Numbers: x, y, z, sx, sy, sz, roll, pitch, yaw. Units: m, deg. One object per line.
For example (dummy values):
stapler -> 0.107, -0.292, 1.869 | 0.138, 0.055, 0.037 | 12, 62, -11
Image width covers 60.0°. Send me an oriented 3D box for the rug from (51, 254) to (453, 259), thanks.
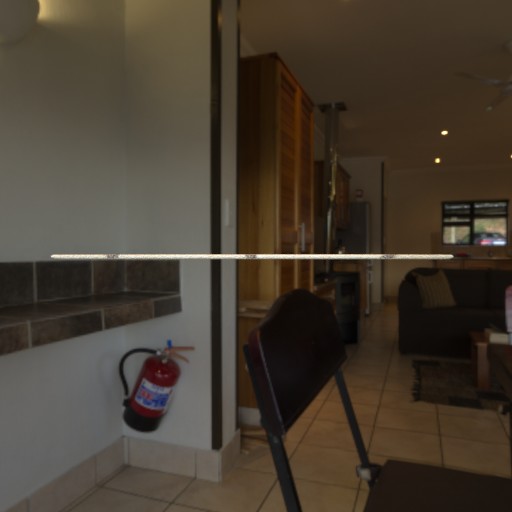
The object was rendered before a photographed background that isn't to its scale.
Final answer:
rug -> 0.000, 0.000, 4.108 | 2.399, 0.026, 3.000 | 0, 0, 1
